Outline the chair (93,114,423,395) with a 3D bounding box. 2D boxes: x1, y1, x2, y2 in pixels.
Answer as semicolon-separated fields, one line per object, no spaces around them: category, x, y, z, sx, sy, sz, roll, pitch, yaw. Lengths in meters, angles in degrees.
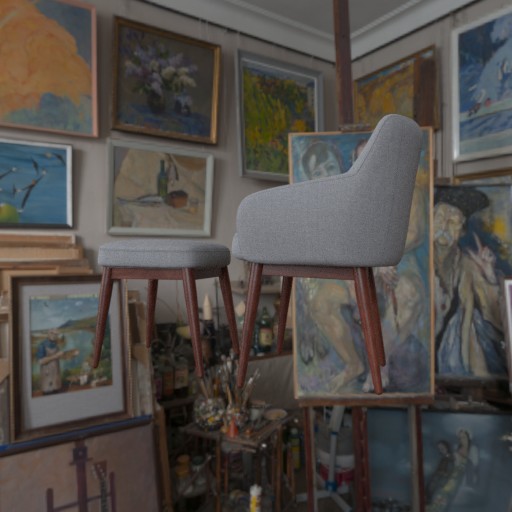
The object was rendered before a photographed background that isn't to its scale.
chair;0.000;0.000;1.571;1.107;0.799;0.584;0;1;18
